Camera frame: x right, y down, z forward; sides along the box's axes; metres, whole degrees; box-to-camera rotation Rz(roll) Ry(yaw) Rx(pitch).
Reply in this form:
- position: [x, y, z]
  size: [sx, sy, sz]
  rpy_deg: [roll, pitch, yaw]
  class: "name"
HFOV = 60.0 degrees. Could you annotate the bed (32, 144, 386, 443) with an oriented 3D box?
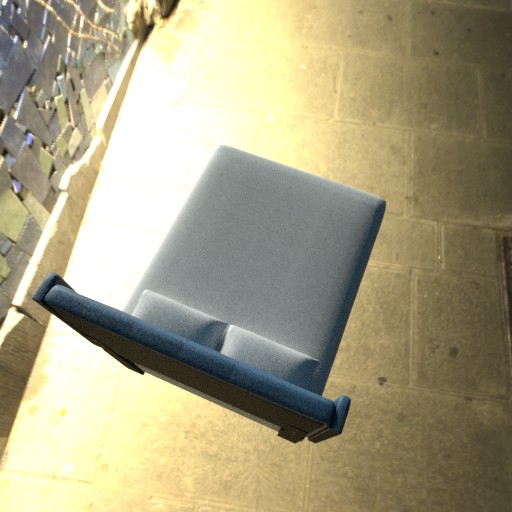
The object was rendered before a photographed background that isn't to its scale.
- position: [0.000, 0.000, 3.307]
  size: [1.719, 1.665, 2.078]
  rpy_deg: [21, 66, 10]
  class: "bed"
